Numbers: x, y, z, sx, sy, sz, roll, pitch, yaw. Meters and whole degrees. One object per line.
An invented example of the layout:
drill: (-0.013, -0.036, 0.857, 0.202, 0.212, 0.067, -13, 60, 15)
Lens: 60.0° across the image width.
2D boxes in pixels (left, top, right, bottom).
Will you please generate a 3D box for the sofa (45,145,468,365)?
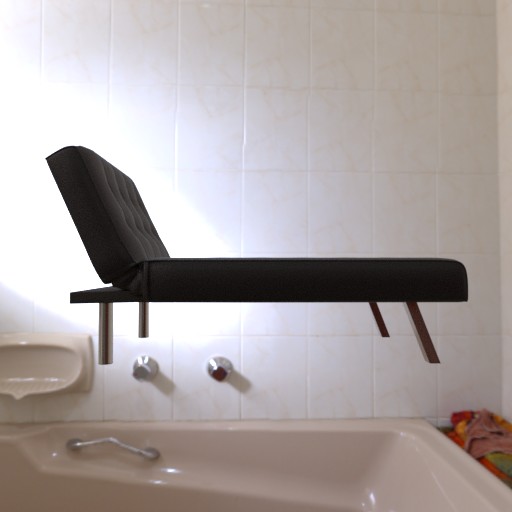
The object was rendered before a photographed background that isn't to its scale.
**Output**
sofa: (0.000, 0.000, 1.989, 1.560, 0.820, 0.760, 0, -1, -1)
